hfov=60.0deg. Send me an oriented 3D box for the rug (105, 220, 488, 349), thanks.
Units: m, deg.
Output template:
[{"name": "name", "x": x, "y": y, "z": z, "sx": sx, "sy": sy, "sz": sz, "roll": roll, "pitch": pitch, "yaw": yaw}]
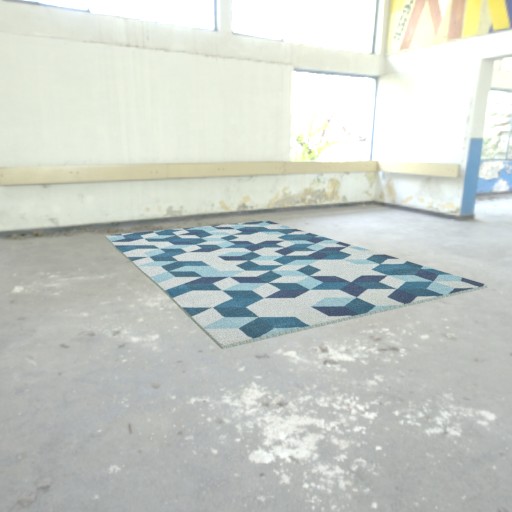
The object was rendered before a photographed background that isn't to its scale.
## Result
[{"name": "rug", "x": 0.000, "y": 0.000, "z": 2.354, "sx": 1.235, "sy": 0.014, "sz": 1.829, "roll": -8, "pitch": 16, "yaw": -27}]
